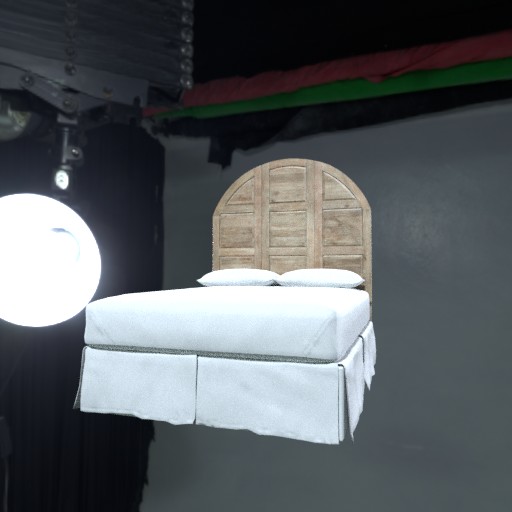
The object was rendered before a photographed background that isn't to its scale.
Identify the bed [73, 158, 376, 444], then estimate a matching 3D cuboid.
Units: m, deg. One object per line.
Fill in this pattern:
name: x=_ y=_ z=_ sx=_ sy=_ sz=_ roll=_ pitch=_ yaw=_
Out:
bed: x=0.000 y=0.000 z=3.459 sx=1.713 sy=2.002 sz=2.112 roll=-1 pitch=-2 yaw=19
